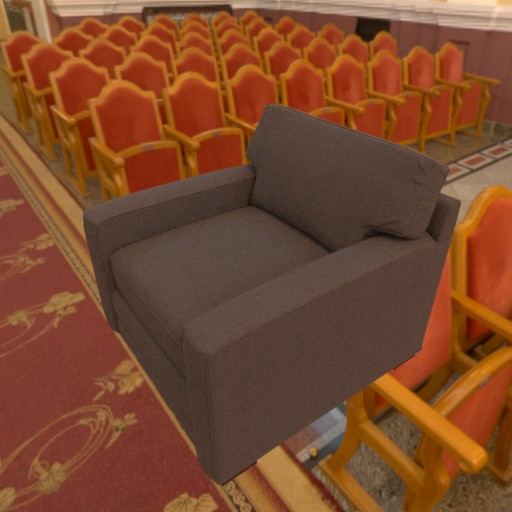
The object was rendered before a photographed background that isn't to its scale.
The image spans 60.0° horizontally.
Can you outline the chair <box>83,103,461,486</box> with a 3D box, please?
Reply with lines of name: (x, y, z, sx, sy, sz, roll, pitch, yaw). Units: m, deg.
chair: (0.000, 0.000, 1.752, 1.043, 0.913, 0.997, -21, 39, -29)
